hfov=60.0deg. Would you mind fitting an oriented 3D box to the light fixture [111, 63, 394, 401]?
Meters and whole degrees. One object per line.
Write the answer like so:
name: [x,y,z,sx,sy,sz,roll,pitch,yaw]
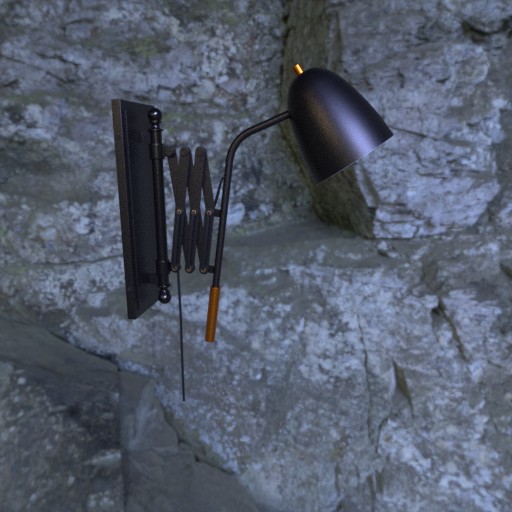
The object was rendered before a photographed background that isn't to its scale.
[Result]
light fixture: [0.000,0.000,0.893,0.499,0.715,0.162,3,15,11]
